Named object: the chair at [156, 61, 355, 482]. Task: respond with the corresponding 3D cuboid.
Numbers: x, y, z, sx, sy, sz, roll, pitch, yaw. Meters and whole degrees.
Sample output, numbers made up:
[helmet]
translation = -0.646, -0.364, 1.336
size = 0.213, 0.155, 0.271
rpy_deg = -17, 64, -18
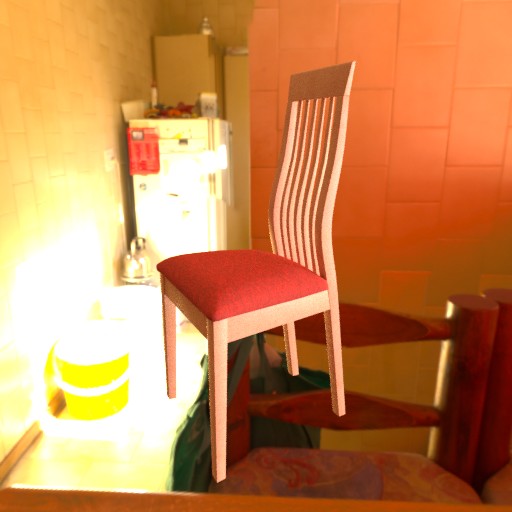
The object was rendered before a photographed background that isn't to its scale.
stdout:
[chair]
translation = 0.000, 0.000, 1.274
size = 0.474, 1.027, 0.460
rpy_deg = -8, 18, -27
